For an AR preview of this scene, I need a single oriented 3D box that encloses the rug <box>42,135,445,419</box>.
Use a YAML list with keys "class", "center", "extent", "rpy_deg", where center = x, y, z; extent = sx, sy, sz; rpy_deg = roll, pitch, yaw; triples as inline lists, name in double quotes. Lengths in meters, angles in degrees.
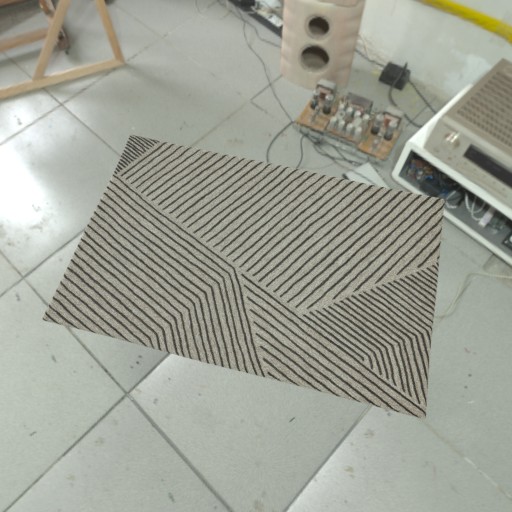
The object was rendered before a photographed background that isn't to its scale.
- class: "rug"
  center: [0.000, 0.000, 2.992]
  extent: [2.406, 0.023, 1.539]
  rpy_deg: [13, 65, 6]
